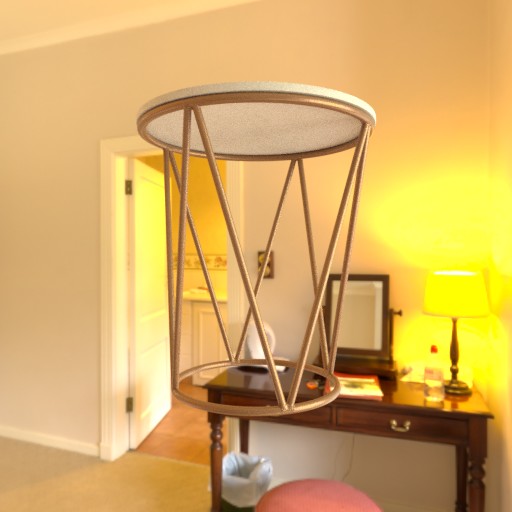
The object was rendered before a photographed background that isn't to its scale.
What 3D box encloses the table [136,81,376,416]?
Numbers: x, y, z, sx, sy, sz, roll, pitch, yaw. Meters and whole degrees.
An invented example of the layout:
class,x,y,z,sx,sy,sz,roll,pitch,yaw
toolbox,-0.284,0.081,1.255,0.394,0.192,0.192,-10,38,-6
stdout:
class,x,y,z,sx,sy,sz,roll,pitch,yaw
table,0.000,0.000,0.960,0.500,0.564,0.500,0,1,0
